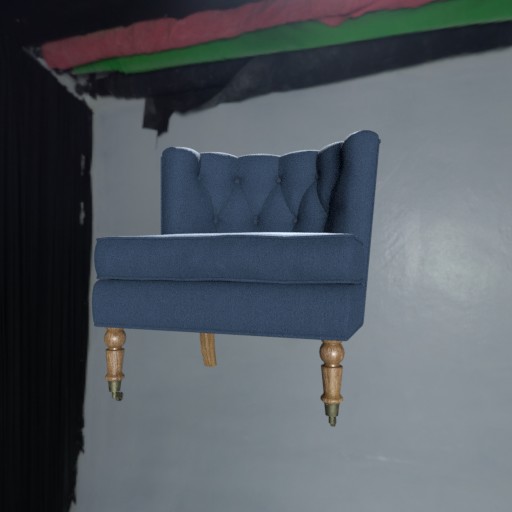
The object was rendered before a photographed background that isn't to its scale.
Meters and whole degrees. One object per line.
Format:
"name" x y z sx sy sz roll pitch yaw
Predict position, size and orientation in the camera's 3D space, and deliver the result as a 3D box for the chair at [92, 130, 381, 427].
"chair" 0.000 0.000 1.377 0.740 0.771 0.718 0 0 18
